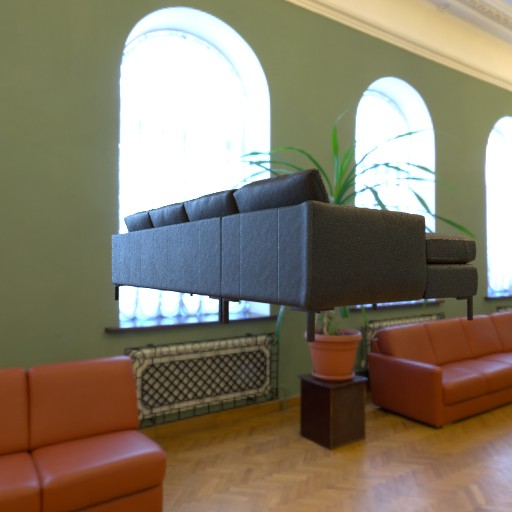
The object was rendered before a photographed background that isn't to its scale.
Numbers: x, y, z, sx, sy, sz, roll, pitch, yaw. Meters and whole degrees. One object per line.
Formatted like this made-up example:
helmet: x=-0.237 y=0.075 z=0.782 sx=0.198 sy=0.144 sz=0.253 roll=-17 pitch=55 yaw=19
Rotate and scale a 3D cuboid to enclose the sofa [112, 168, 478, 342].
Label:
sofa: x=0.000 y=0.000 z=3.668 sx=1.471 sy=0.859 sz=2.993 roll=1 pitch=-1 yaw=-35
